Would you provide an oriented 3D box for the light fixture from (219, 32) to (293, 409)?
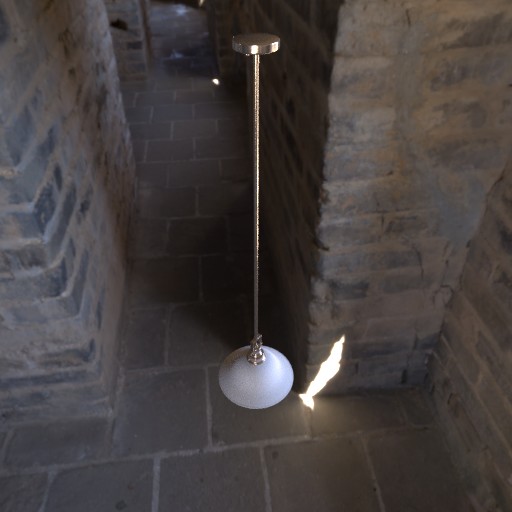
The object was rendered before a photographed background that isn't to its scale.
[{"bbox_3d":[0.000,0.000,1.493,0.324,1.354,0.324,26,46,27],"label":"light fixture"}]
